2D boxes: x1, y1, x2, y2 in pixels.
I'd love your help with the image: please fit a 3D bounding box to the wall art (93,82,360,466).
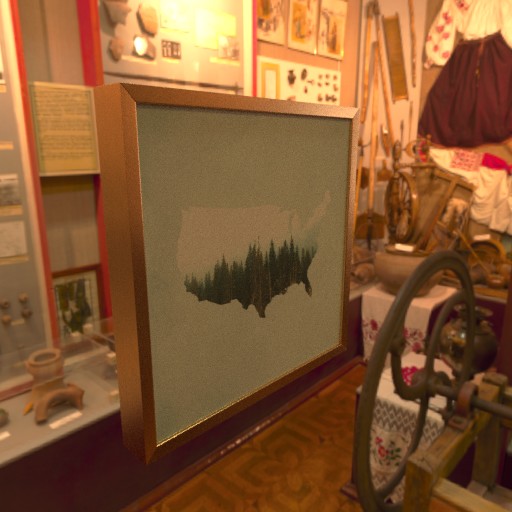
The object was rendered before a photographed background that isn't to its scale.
[{"bbox_3d":[0.000,0.000,0.456,0.038,0.304,0.304,13,19,43],"label":"wall art"}]
